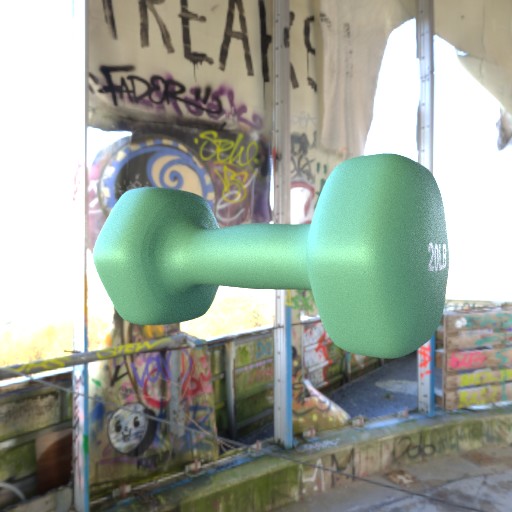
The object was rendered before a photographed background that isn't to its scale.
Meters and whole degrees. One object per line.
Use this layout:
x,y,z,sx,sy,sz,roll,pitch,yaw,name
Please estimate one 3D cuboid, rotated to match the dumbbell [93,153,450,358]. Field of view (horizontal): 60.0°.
0.000,0.000,0.330,0.260,0.117,0.129,0,0,37,dumbbell
